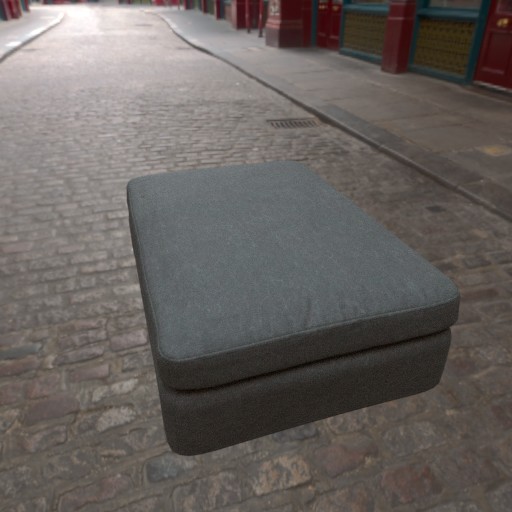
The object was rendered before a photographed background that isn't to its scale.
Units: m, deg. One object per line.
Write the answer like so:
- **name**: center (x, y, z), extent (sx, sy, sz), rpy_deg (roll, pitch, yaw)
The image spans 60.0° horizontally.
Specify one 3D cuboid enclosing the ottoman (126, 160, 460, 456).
- **ottoman**: center (0.000, 0.000, 1.613), extent (0.840, 0.429, 1.199), rpy_deg (-9, 32, -15)
